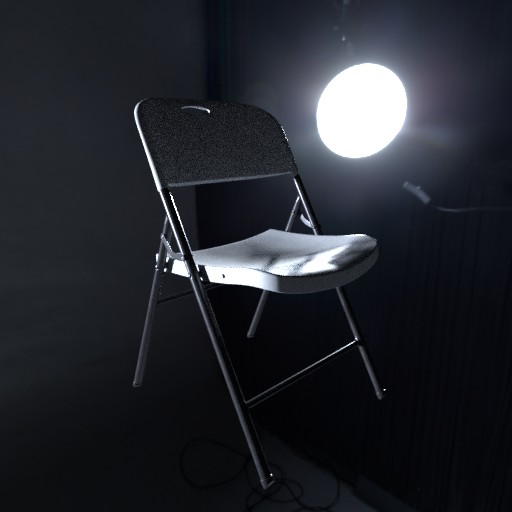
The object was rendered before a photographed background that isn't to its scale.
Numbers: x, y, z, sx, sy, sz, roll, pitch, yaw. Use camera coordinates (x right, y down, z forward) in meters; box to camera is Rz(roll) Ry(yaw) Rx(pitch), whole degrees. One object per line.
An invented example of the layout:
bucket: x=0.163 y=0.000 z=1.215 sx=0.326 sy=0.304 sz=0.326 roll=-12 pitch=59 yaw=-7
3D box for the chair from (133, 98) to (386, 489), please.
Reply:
chair: x=0.000 y=0.000 z=1.175 sx=0.494 sy=0.810 sz=0.566 roll=-15 pitch=22 yaw=-42
